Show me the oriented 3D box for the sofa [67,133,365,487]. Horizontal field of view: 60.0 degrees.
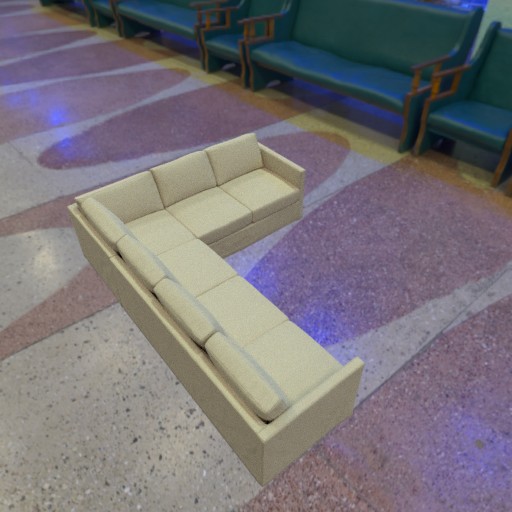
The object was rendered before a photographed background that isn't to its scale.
[{"bbox_3d":[0.000,0.000,4.308,2.432,0.871,3.182,-28,48,-28],"label":"sofa"}]
